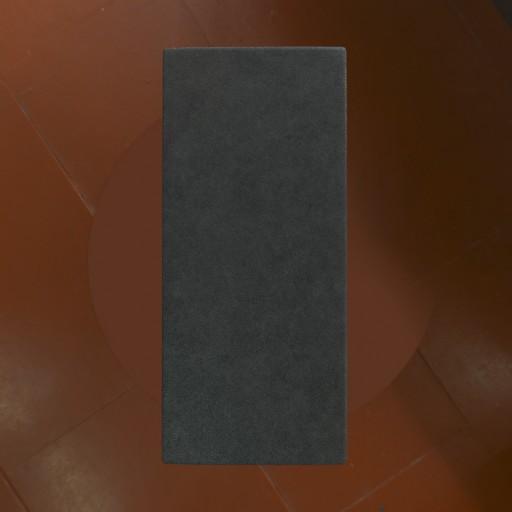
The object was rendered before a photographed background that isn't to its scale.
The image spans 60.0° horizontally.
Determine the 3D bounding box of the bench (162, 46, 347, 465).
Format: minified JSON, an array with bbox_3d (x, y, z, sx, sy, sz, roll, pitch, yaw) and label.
[{"bbox_3d":[0.000,0.000,1.201,0.401,0.501,0.905,0,89,1],"label":"bench"}]
